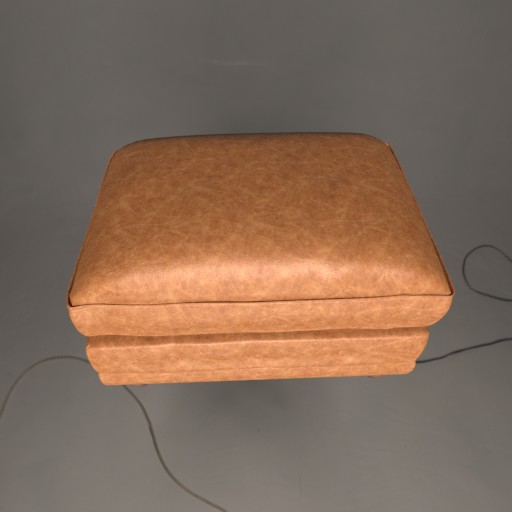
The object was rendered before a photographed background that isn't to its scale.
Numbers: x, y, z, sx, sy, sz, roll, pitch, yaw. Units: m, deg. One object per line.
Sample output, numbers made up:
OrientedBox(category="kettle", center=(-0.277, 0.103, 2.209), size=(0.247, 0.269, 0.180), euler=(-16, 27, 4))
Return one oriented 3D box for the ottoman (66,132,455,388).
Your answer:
OrientedBox(category="ottoman", center=(0.000, 0.000, 1.072), size=(0.710, 0.480, 0.533), euler=(-2, 47, -2))
